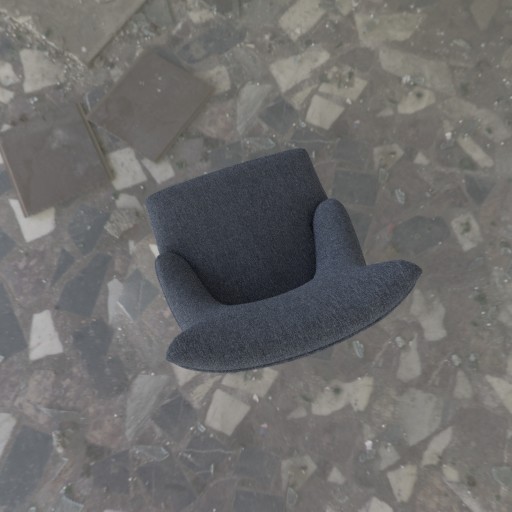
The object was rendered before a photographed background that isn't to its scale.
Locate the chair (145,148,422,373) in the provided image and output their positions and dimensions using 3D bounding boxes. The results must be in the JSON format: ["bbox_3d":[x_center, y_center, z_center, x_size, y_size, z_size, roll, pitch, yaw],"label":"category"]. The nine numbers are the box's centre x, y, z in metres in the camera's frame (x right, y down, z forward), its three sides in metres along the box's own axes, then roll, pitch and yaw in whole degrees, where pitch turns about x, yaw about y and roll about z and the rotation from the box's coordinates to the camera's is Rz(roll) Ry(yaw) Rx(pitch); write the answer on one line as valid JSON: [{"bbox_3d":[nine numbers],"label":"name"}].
[{"bbox_3d":[0.000,0.000,1.310,0.566,0.909,0.629,-18,77,-5],"label":"chair"}]
